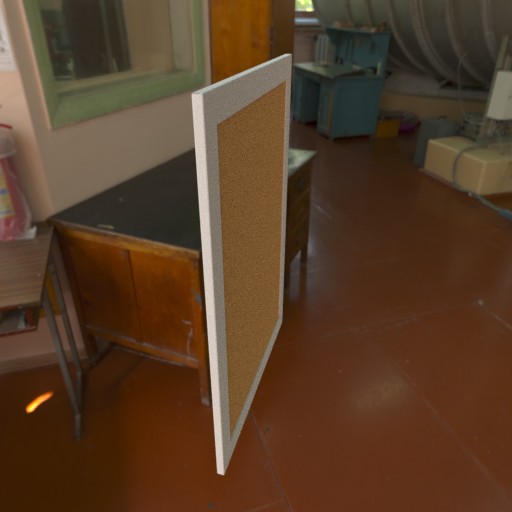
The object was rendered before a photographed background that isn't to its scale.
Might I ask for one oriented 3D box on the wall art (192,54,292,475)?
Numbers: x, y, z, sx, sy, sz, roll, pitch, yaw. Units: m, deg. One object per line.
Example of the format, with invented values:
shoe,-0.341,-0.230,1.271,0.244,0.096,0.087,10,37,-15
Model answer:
wall art,0.000,0.000,0.673,0.012,0.529,0.374,8,30,14
